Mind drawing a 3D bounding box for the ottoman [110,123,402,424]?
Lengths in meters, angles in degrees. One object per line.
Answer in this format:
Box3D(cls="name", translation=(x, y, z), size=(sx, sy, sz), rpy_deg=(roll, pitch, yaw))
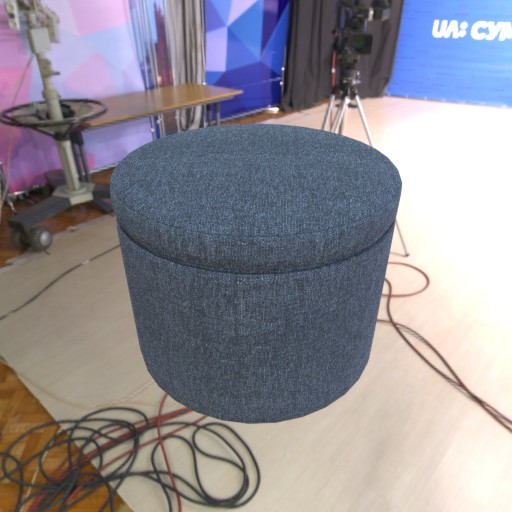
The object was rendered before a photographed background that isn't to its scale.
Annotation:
Box3D(cls="ottoman", translation=(0.000, 0.000, 0.880), size=(0.500, 0.419, 0.500), rpy_deg=(0, 33, 0))
